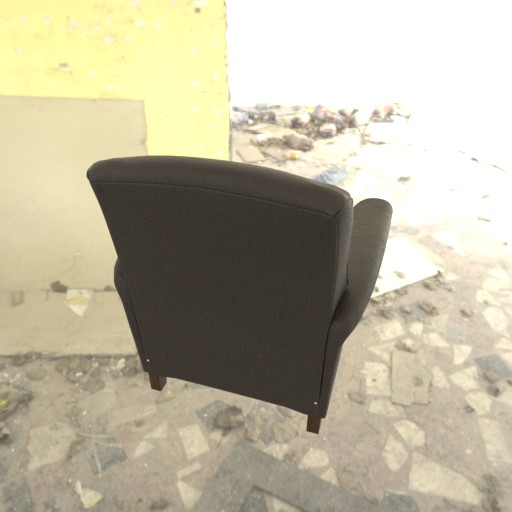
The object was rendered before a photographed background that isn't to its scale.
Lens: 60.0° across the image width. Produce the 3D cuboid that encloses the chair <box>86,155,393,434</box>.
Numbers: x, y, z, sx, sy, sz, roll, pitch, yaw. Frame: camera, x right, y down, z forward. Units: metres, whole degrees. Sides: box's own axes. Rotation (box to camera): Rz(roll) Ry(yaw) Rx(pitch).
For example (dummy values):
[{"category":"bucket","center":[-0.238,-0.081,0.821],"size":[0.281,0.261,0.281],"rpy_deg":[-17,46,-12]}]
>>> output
[{"category":"chair","center":[0.000,0.000,1.751],"size":[0.978,1.061,0.902],"rpy_deg":[10,34,15]}]
